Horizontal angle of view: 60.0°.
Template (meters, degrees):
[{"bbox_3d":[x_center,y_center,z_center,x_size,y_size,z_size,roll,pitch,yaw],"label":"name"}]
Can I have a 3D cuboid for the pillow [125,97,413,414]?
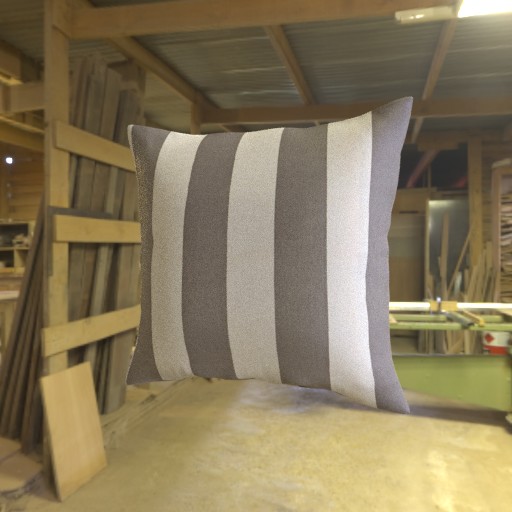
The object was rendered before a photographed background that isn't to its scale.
[{"bbox_3d":[0.000,0.000,0.782,0.522,0.507,0.192,0,0,17],"label":"pillow"}]
